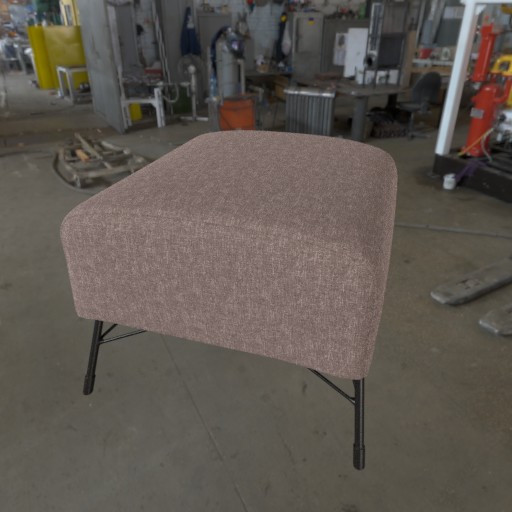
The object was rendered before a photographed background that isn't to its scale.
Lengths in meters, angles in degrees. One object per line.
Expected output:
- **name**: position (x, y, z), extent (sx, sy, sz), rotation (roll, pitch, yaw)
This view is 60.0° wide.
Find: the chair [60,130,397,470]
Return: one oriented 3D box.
- **chair**: position (0.000, 0.000, 0.893), extent (0.530, 0.410, 0.530), rotation (9, 30, 15)
